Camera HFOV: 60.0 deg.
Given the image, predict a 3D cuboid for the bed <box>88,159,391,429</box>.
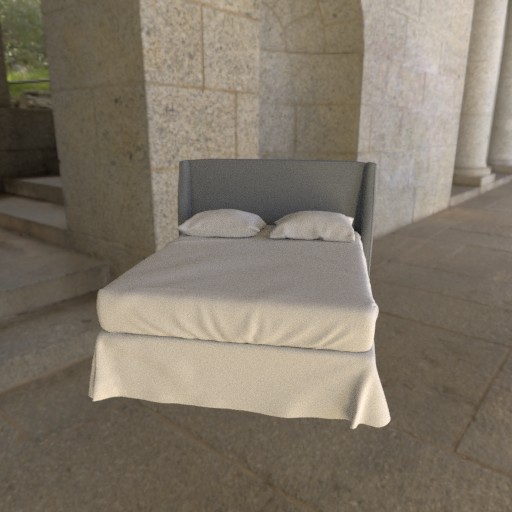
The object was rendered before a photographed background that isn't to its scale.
[{"bbox_3d":[0.000,0.000,3.462,1.925,1.332,2.276,3,17,10],"label":"bed"}]
